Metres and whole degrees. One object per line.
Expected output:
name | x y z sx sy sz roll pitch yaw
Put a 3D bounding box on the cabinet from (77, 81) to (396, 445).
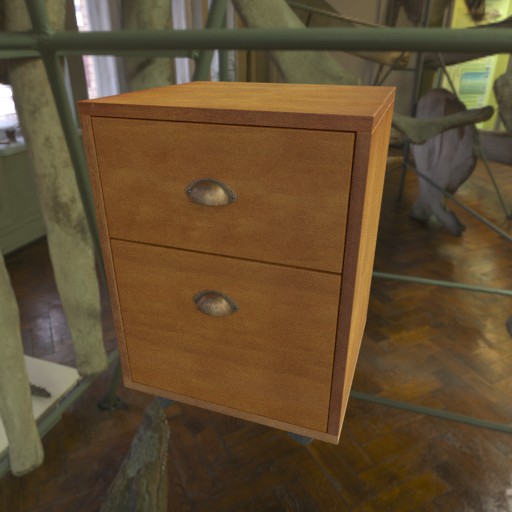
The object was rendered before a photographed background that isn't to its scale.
cabinet | 0.000 0.000 0.838 0.409 0.579 0.401 9 27 17
